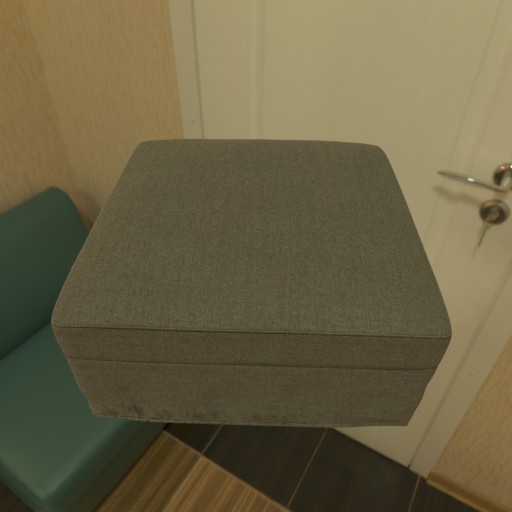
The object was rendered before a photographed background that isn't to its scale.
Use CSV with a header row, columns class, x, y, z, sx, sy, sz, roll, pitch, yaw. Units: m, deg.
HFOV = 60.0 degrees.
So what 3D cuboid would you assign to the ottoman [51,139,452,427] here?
class,x,y,z,sx,sy,sz,roll,pitch,yaw
ottoman,0.000,0.000,1.299,0.843,0.436,0.840,1,41,2
